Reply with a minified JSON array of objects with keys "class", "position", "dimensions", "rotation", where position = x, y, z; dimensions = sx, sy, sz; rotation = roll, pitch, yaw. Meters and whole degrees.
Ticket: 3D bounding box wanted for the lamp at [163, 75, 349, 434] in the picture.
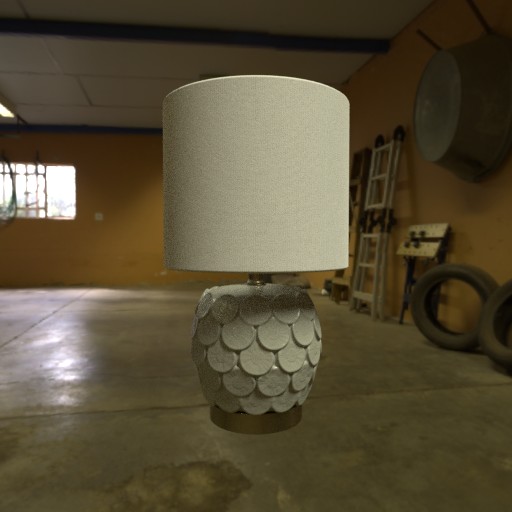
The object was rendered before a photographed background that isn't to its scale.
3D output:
[{"class":"lamp","position":[0.000,0.000,0.623],"dimensions":[0.254,0.452,0.254],"rotation":[0,2,0]}]
